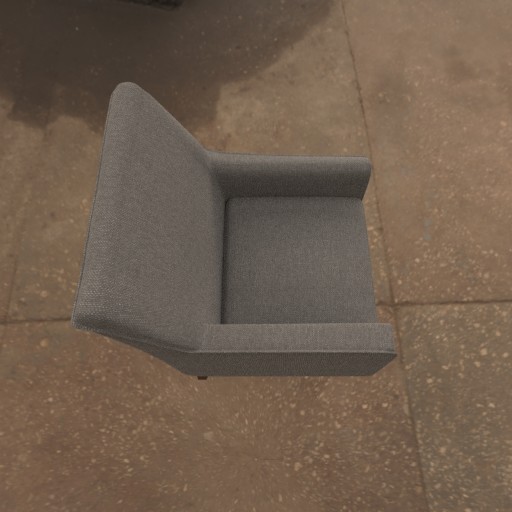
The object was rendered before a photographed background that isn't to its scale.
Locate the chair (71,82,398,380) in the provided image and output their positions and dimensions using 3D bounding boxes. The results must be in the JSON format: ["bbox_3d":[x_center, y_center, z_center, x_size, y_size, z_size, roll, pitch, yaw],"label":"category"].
[{"bbox_3d":[0.000,0.000,1.613,0.899,0.919,0.780,0,65,0],"label":"chair"}]
